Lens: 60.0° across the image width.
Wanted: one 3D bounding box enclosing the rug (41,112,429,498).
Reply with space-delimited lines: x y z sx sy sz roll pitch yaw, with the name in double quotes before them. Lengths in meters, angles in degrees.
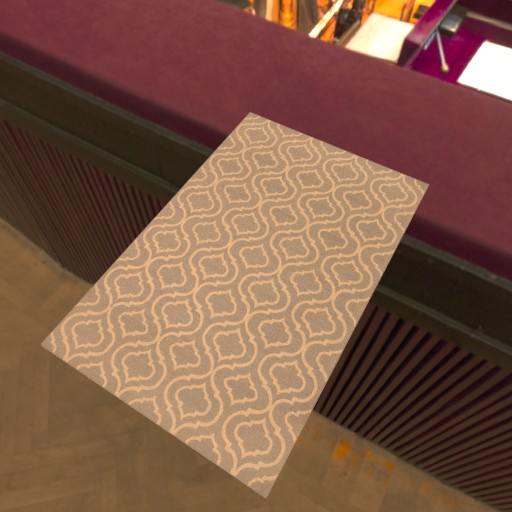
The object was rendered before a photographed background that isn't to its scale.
"rug" 0.000 0.000 2.168 1.141 0.015 1.749 27 62 16
